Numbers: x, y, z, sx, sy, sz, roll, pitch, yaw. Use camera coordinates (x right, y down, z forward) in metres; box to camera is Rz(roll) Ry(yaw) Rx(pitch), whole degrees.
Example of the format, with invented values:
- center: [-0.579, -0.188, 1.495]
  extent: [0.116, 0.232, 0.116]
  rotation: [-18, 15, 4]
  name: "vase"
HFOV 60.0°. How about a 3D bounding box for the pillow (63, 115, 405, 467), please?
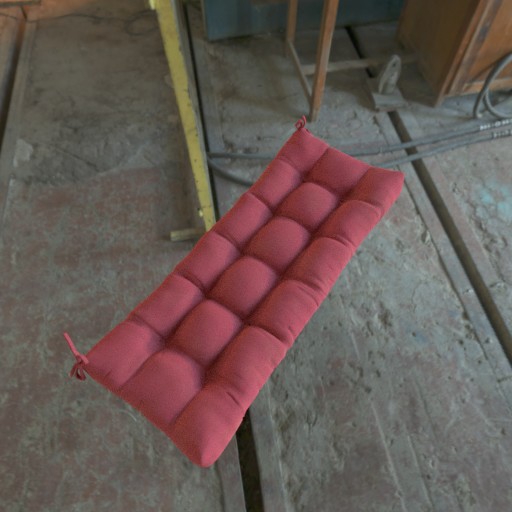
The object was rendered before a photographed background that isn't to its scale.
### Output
- center: [0.000, 0.000, 1.386]
  extent: [0.511, 0.174, 1.194]
  rotation: [31, 63, 18]
  name: "pillow"
